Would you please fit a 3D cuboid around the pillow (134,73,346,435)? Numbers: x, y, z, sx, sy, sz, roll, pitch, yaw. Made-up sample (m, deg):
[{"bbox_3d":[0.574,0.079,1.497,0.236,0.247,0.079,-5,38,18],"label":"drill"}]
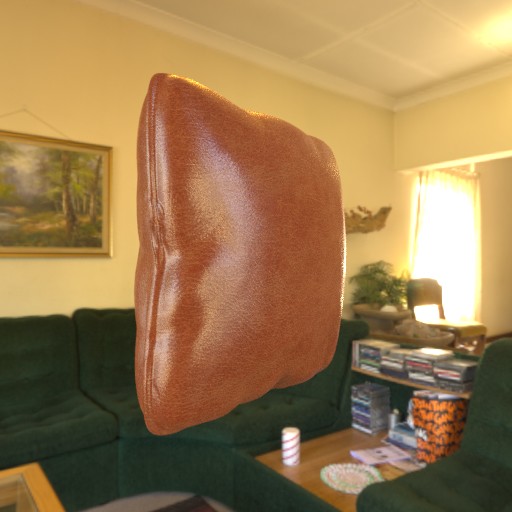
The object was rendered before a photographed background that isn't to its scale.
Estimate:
[{"bbox_3d":[0.000,0.000,0.817,0.236,0.523,0.532,0,-1,36],"label":"pillow"}]
